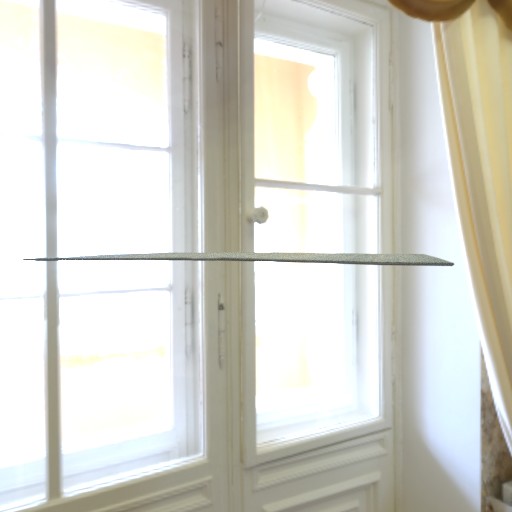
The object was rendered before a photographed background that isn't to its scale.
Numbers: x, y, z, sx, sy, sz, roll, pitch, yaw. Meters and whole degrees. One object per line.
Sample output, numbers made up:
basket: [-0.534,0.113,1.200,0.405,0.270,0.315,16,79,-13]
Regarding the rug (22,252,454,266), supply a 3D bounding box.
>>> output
rug: [0.000,0.000,4.282,3.237,0.046,2.461,0,2,17]
